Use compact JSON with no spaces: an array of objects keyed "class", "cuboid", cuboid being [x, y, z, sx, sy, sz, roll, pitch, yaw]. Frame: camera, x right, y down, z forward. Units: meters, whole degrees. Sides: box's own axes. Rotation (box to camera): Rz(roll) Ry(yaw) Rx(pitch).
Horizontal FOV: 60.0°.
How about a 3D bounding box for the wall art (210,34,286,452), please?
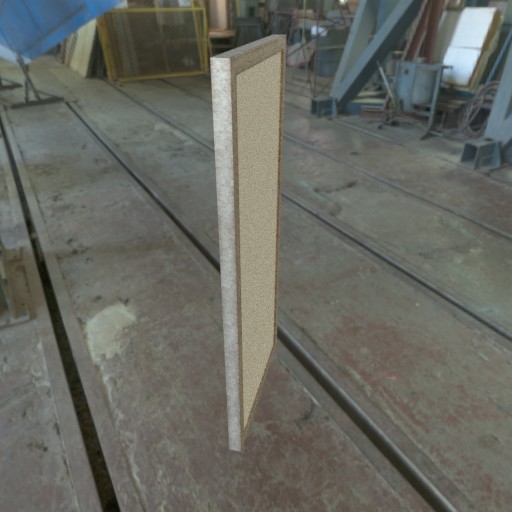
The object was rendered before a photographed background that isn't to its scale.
[{"class":"wall art","cuboid":[0.000,0.000,1.684,0.051,1.461,0.648,8,32,13]}]
